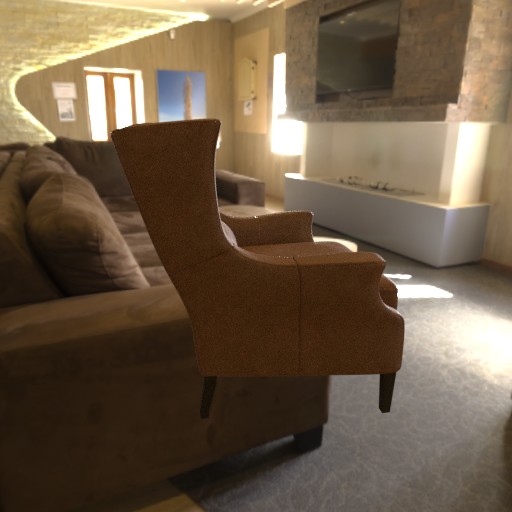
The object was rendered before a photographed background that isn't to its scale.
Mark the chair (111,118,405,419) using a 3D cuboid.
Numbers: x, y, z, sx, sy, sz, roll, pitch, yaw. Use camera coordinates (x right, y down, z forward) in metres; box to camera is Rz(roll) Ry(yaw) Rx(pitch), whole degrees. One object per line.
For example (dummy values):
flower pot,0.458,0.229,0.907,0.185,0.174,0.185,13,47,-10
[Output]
chair,0.000,0.000,1.726,0.925,1.016,0.852,-3,17,-10
